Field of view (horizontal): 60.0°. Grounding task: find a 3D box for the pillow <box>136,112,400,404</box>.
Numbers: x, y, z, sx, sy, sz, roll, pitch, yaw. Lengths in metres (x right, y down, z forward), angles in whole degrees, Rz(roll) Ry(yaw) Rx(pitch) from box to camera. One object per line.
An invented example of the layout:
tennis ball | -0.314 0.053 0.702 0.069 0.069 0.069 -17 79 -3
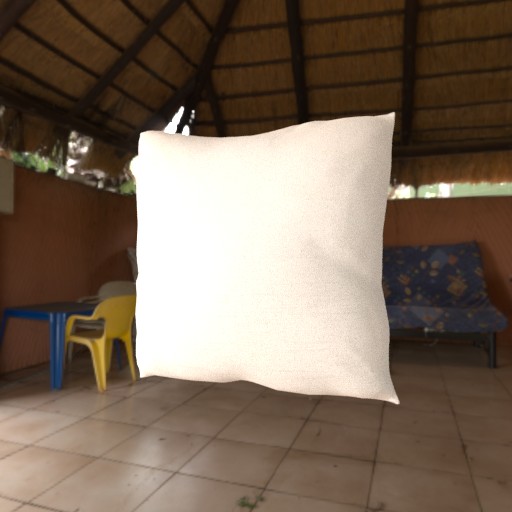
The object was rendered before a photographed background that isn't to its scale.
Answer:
pillow | 0.000 0.000 0.732 0.450 0.448 0.245 0 0 18
